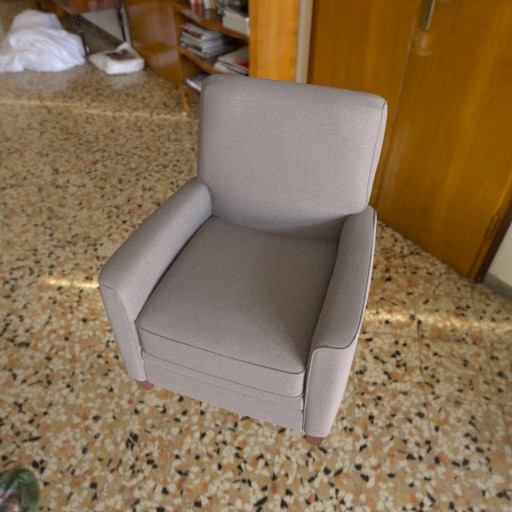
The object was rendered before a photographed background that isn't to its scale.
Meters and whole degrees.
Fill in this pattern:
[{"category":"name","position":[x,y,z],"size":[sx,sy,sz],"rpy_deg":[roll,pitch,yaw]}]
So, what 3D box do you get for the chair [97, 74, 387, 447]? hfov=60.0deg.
[{"category":"chair","position":[0.000,0.000,1.638],"size":[0.845,1.023,0.859],"rpy_deg":[13,44,14]}]
